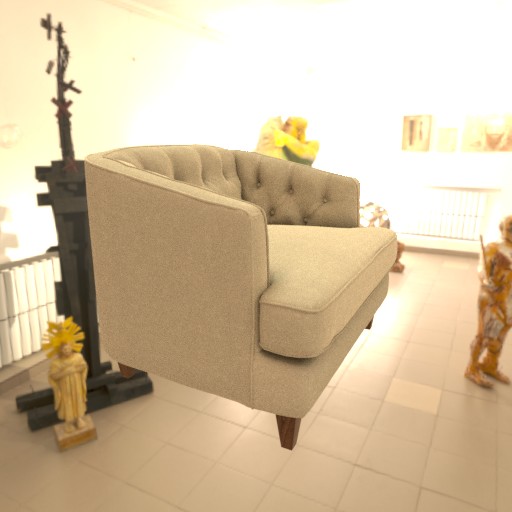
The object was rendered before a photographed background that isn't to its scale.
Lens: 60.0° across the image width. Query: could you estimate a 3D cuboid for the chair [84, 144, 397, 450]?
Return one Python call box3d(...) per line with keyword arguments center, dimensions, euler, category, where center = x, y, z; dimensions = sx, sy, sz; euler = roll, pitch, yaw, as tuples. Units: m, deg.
box3d(center=(0.000, 0.000, 1.760), dimensions=(0.941, 0.852, 1.104), euler=(8, 17, 26), category="chair")
